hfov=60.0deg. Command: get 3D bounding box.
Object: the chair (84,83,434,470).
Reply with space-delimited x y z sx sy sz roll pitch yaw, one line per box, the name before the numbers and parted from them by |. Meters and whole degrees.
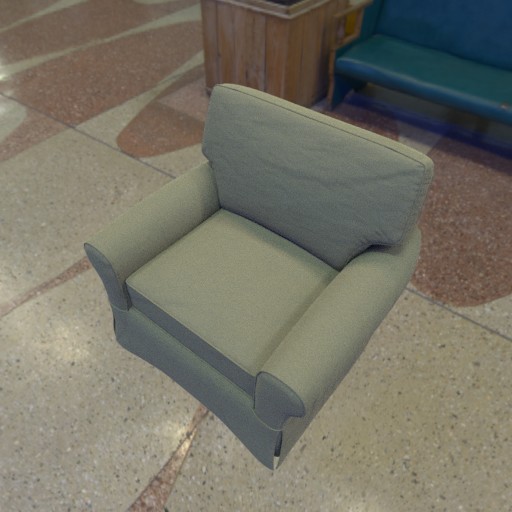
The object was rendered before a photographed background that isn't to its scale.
chair | 0.000 0.000 1.839 1.135 1.017 0.988 30 53 26
